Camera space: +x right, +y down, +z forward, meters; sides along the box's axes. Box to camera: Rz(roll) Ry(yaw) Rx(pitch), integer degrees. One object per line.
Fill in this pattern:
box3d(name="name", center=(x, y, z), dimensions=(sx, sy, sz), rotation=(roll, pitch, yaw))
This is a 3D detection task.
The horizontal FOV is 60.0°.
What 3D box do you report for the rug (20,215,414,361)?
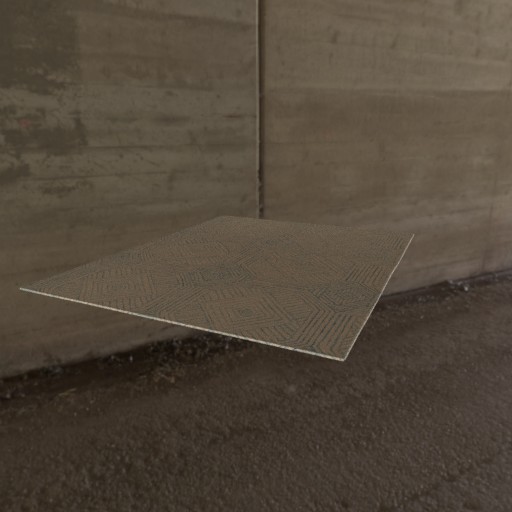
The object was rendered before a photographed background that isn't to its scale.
box3d(name="rug", center=(0.000, 0.000, 4.110), dimensions=(2.457, 0.015, 3.049), rotation=(8, 18, 24))
